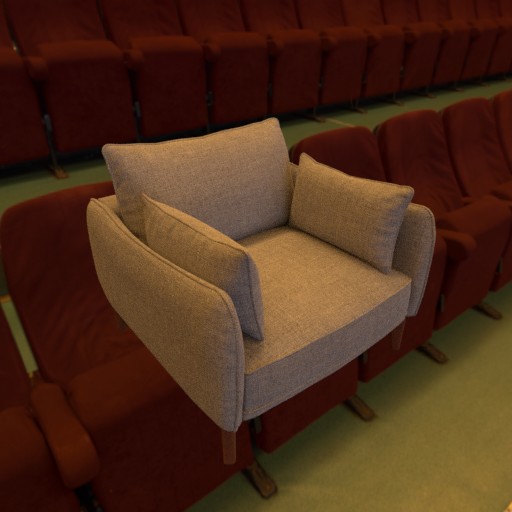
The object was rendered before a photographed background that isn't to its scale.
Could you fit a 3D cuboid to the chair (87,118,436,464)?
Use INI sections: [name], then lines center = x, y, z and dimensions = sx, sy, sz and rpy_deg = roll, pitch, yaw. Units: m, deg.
[chair]
center = 0.000, 0.000, 1.719
dimensions = 0.993, 0.839, 0.976
rpy_deg = -22, 36, -33
